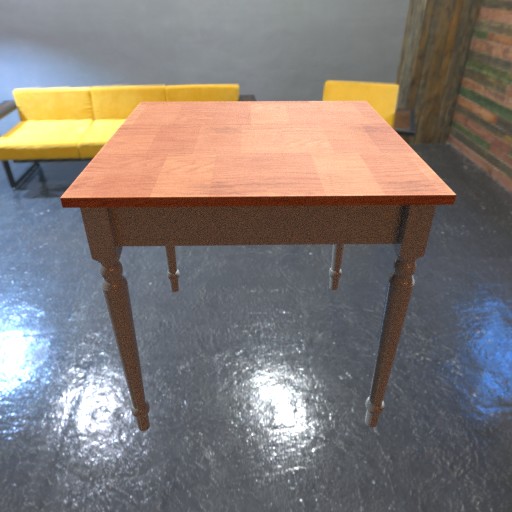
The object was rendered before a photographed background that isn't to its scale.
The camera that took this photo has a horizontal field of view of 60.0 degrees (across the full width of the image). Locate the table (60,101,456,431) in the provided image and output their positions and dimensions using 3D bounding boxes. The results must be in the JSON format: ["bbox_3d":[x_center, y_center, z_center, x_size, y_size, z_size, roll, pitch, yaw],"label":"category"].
[{"bbox_3d":[0.000,0.000,1.346,0.747,0.738,0.747,-1,32,-1],"label":"table"}]
